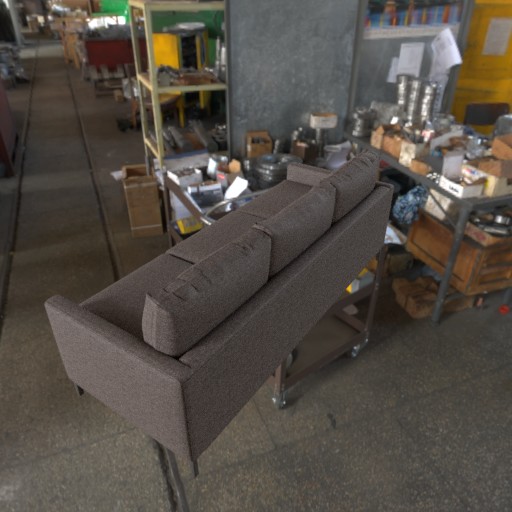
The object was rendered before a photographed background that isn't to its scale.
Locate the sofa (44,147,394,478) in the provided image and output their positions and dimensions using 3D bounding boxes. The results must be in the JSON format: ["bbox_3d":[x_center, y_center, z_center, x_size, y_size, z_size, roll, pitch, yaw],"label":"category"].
[{"bbox_3d":[0.000,0.000,2.679,0.876,0.882,2.253,20,37,29],"label":"sofa"}]
